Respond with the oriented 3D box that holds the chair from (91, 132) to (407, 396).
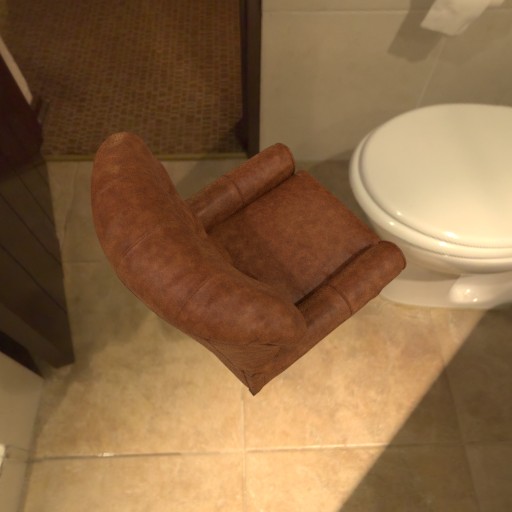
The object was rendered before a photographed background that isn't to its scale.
[{"bbox_3d":[0.000,0.000,1.894,1.059,1.164,0.951,-35,66,-18],"label":"chair"}]
